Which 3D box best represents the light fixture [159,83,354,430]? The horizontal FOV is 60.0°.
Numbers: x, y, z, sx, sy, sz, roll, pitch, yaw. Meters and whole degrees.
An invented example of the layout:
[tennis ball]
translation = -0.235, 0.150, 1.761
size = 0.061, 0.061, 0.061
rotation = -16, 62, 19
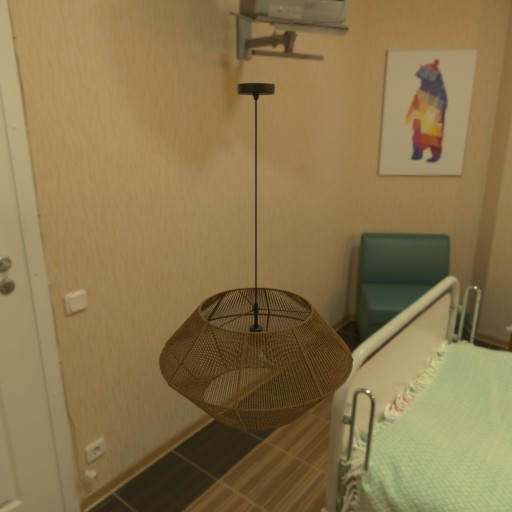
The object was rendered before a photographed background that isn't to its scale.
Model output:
[light fixture]
translation = 0.000, 0.000, 1.394
size = 0.643, 1.009, 0.643
rotation = 0, 17, 0
